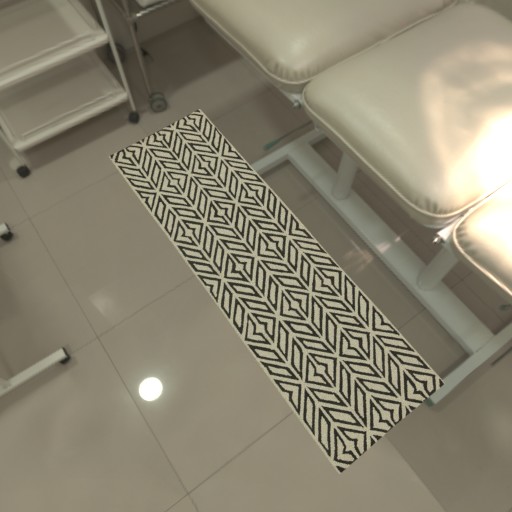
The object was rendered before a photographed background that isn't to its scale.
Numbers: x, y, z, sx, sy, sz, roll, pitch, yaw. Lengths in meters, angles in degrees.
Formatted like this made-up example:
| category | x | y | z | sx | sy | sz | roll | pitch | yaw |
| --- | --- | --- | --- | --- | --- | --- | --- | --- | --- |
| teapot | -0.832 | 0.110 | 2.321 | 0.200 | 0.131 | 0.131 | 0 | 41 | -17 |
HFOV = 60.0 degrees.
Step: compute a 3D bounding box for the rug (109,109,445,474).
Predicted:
| category | x | y | z | sx | sy | sz | roll | pitch | yaw |
| --- | --- | --- | --- | --- | --- | --- | --- | --- | --- |
| rug | 0.000 | 0.000 | 2.723 | 0.750 | 0.009 | 2.435 | -33 | 68 | -15 |
